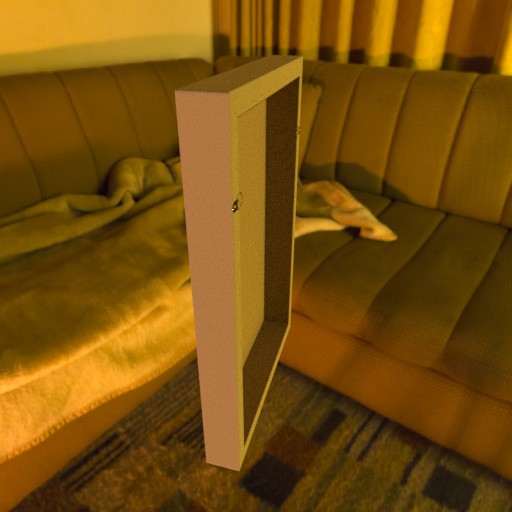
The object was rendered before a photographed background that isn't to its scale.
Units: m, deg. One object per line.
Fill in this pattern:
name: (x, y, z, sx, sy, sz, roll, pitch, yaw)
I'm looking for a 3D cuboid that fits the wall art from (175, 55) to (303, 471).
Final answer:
wall art: (0.000, 0.000, 0.486, 0.039, 0.381, 0.252, 8, 30, 14)
